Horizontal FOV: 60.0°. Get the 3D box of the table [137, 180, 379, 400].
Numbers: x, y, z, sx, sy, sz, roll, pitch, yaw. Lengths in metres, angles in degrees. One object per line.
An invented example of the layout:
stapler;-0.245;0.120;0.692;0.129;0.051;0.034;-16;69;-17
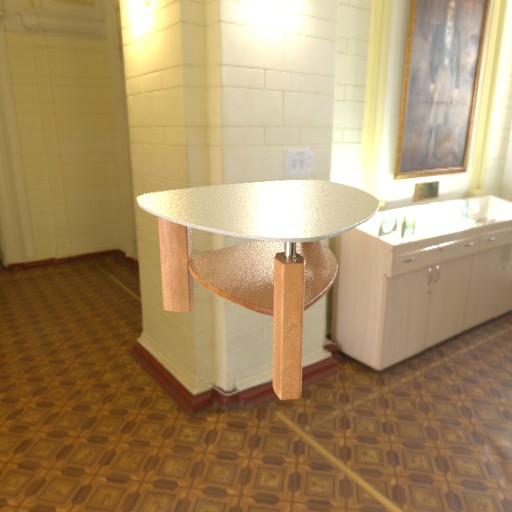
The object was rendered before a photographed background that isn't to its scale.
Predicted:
table;0.000;0.000;1.648;0.850;0.440;1.250;3;16;9
